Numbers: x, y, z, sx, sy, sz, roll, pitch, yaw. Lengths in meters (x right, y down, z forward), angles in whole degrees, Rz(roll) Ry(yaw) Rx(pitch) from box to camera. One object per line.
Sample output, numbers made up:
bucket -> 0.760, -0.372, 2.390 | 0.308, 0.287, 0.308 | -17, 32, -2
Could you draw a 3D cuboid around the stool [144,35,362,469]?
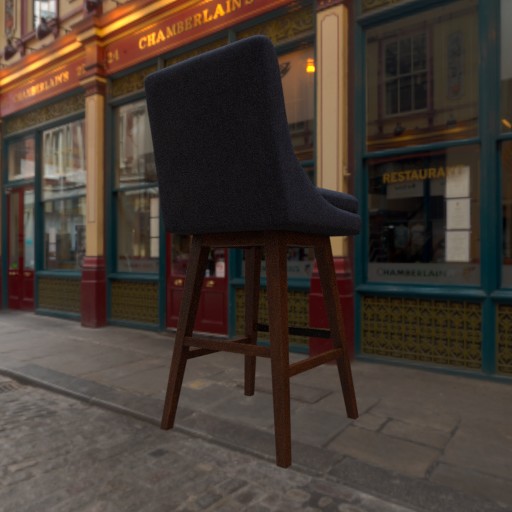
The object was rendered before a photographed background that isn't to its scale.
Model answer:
stool -> 0.000, 0.000, 1.390 | 0.489, 1.068, 0.572 | -1, -1, 36
